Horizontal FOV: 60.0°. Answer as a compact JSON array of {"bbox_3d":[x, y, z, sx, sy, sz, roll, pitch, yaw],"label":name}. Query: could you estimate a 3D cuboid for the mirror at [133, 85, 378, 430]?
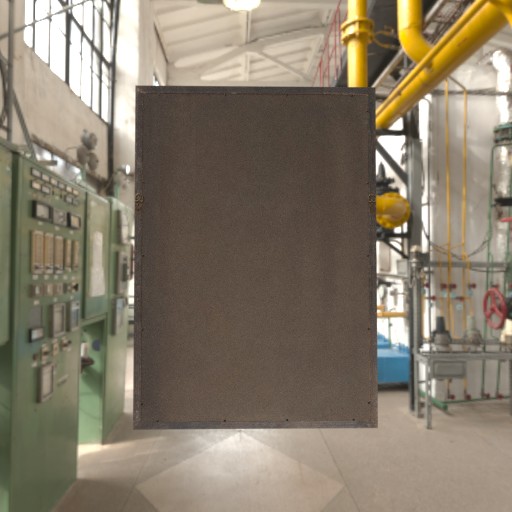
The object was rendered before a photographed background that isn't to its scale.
[{"bbox_3d":[0.000,0.000,1.296,0.705,0.996,0.025,0,-1,-1],"label":"mirror"}]
